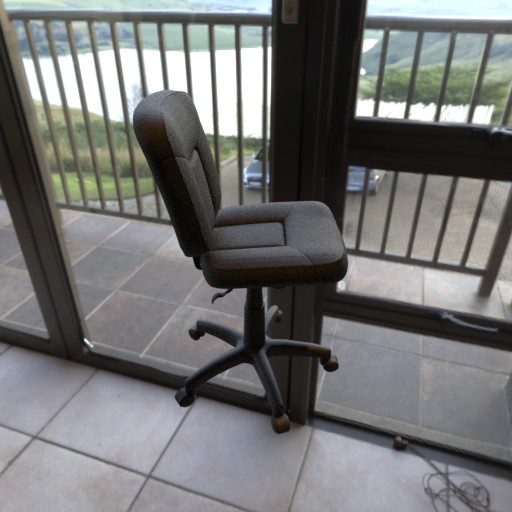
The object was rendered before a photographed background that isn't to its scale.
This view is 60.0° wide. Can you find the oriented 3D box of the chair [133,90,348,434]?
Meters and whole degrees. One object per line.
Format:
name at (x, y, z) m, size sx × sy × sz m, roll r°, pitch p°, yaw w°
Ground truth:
chair at (0.000, 0.000, 1.409) m, size 0.610 × 0.972 × 0.610 m, roll 0°, pitch 31°, yaw 0°
